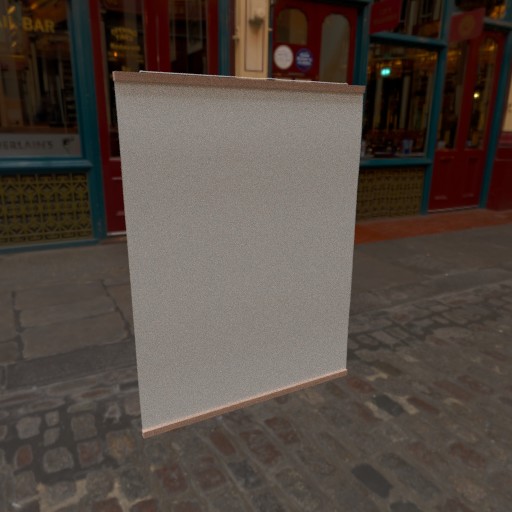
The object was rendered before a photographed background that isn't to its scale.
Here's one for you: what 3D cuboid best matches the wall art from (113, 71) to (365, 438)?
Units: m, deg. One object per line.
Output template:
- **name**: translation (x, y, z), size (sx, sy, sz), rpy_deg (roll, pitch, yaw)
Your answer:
- **wall art**: translation (0.000, 0.000, 1.347), size (0.758, 1.013, 0.020), rpy_deg (-8, 18, -27)
